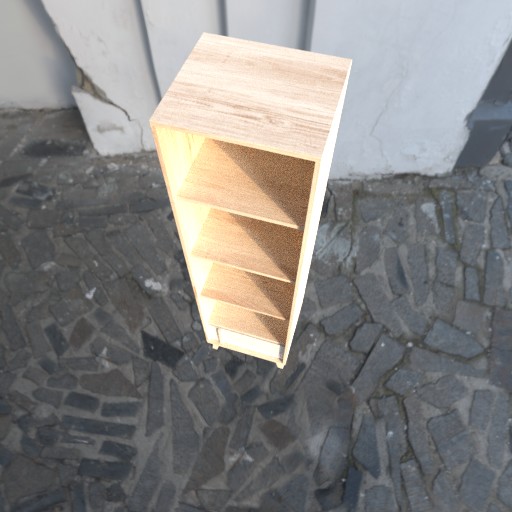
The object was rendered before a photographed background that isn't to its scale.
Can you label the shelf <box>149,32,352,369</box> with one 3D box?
[{"bbox_3d":[0.000,0.000,2.186,0.510,1.960,0.450,15,60,9],"label":"shelf"}]
